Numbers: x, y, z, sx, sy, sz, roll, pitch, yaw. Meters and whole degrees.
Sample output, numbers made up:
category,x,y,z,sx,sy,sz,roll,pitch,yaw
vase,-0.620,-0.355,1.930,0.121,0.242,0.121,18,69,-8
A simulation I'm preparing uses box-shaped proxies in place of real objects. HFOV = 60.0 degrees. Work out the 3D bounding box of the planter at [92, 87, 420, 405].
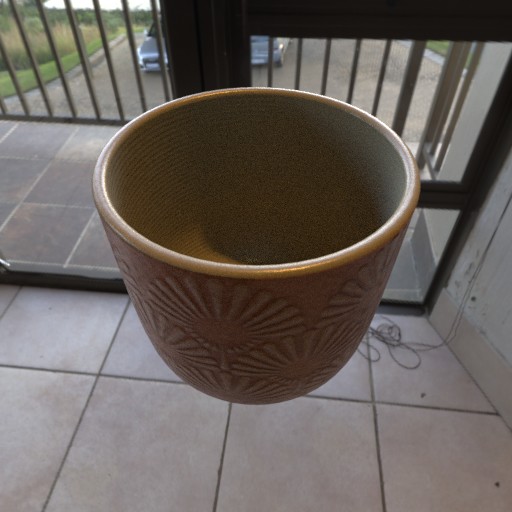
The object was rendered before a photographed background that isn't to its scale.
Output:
category,x,y,z,sx,sy,sz,roll,pitch,yaw
planter,0.000,0.000,0.210,0.124,0.109,0.124,0,45,0
